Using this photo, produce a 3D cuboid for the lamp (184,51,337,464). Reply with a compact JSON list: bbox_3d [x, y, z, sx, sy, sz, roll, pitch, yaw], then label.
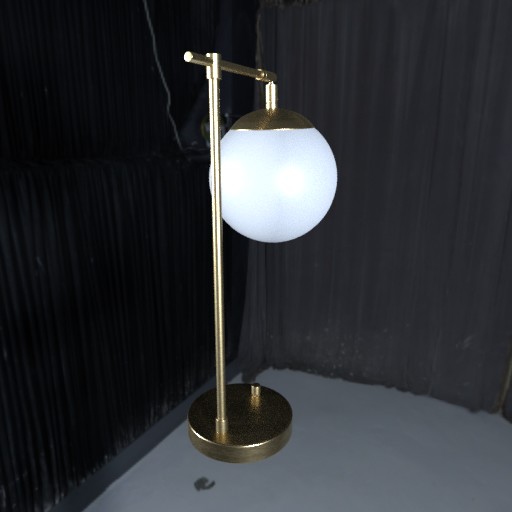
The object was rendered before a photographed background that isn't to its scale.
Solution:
[{"bbox_3d":[0.000,0.000,0.704,0.207,0.559,0.324,8,17,27],"label":"lamp"}]
